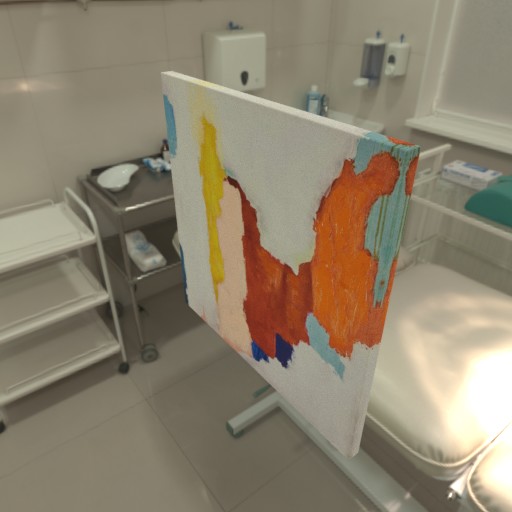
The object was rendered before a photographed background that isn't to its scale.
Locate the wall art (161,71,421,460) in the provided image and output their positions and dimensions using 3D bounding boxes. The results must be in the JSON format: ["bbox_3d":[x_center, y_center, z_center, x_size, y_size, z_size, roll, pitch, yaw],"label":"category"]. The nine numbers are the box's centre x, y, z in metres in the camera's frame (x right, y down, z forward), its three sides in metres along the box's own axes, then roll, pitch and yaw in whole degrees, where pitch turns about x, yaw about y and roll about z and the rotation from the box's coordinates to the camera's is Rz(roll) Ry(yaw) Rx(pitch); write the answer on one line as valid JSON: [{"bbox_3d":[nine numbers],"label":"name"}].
[{"bbox_3d":[0.000,0.000,1.188,0.037,0.814,0.814,-23,39,-31],"label":"wall art"}]
